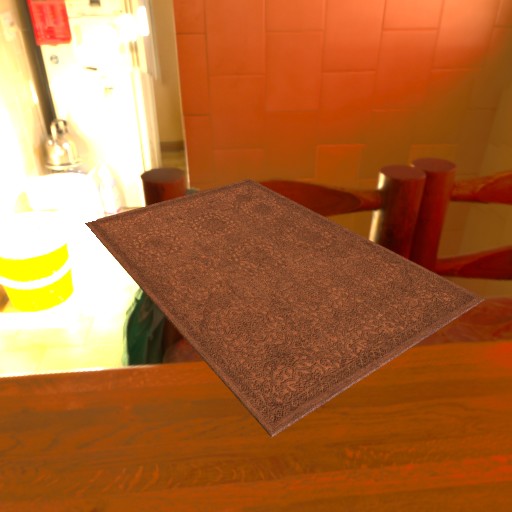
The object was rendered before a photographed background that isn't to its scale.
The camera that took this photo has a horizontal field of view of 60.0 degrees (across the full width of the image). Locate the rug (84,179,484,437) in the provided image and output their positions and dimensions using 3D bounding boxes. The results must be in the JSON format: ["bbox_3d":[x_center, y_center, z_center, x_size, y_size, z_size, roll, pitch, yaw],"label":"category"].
[{"bbox_3d":[0.000,0.000,2.313,1.208,0.012,1.819,-21,37,-30],"label":"rug"}]
